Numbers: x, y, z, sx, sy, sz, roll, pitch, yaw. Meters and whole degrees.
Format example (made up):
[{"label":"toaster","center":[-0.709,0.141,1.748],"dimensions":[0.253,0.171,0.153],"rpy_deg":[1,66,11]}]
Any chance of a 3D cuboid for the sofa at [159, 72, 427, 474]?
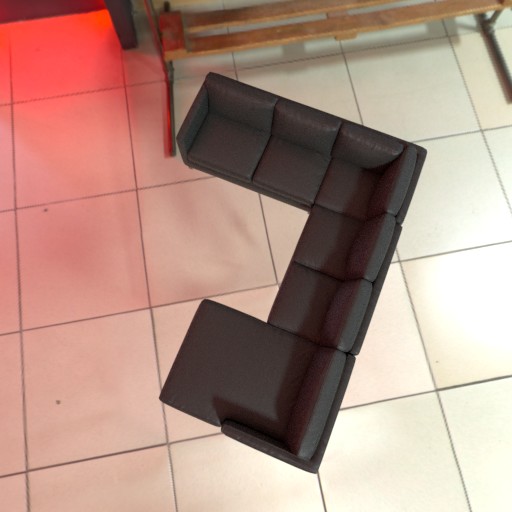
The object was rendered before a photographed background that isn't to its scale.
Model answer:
[{"label":"sofa","center":[0.000,0.000,4.674],"dimensions":[2.593,0.923,3.460],"rpy_deg":[22,76,6]}]
